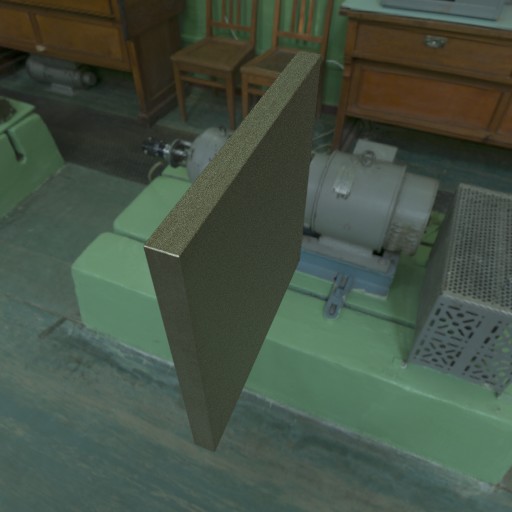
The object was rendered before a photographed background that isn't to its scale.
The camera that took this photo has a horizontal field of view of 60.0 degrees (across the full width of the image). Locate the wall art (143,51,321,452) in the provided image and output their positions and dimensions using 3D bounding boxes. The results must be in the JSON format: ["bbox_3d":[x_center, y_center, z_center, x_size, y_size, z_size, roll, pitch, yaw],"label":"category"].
[{"bbox_3d":[0.000,0.000,0.771,0.040,0.506,0.503,16,48,15],"label":"wall art"}]
